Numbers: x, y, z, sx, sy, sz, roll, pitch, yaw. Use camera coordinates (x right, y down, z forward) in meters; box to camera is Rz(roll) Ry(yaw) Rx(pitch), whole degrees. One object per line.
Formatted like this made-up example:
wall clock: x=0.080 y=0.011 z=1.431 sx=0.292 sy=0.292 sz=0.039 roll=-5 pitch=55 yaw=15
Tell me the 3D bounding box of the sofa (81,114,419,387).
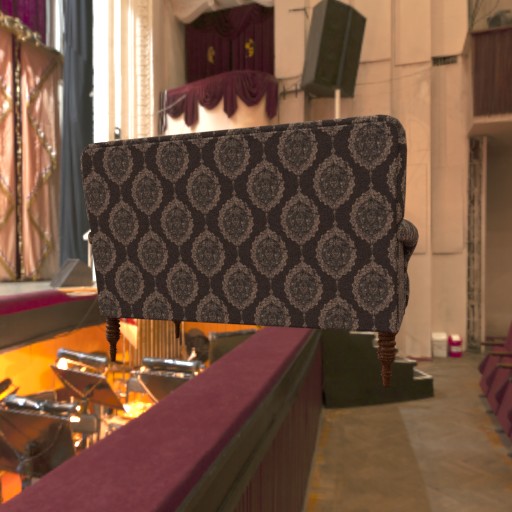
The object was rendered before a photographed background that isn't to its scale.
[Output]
sofa: x=0.000 y=0.000 z=1.872 sx=1.297 sy=0.867 sz=0.779 roll=0 pitch=0 yaw=19
